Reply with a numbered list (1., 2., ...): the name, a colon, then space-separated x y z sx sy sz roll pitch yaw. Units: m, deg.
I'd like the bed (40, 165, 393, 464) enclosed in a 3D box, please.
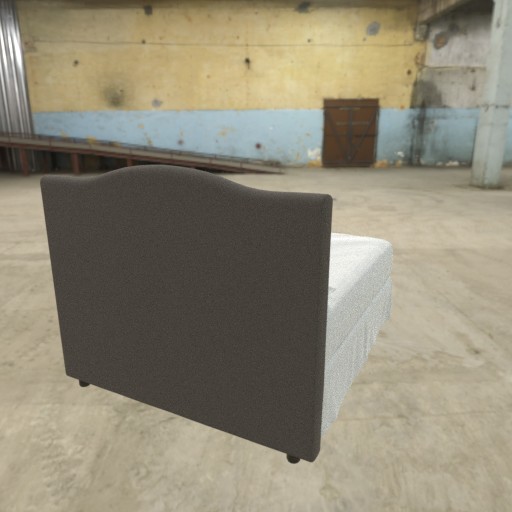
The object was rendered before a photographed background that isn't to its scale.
1. bed: 0.000 0.000 3.098 1.666 1.387 2.036 8 18 26
